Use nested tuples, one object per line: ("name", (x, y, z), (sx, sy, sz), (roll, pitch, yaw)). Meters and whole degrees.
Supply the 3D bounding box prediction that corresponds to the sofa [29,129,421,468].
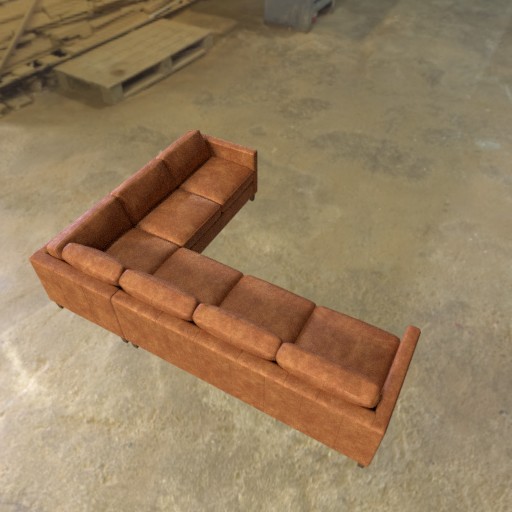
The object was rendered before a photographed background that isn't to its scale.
("sofa", (0.000, 0.000, 4.193), (3.167, 0.838, 2.438), (22, 50, 20))
